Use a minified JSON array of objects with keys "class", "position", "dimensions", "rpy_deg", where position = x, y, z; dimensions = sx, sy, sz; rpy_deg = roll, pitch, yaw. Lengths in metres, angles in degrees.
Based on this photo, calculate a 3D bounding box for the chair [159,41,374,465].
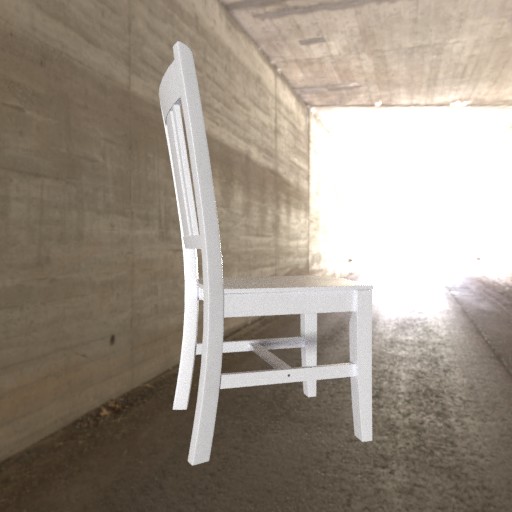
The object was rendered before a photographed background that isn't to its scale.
[{"class":"chair","position":[0.000,0.000,1.311],"dimensions":[0.555,0.998,0.450],"rpy_deg":[0,1,-17]}]
